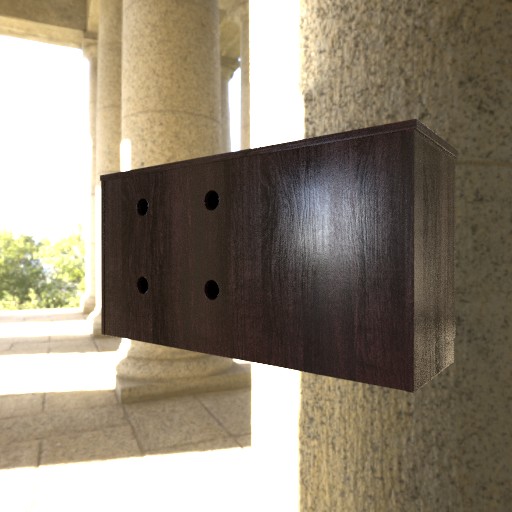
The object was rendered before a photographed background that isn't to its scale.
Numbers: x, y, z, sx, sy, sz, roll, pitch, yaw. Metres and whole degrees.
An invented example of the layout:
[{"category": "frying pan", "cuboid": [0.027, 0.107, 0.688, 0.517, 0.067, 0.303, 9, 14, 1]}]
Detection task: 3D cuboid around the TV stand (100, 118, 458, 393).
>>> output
[{"category": "TV stand", "cuboid": [0.000, 0.000, 1.500, 1.192, 0.614, 0.404, 0, 0, 37]}]
